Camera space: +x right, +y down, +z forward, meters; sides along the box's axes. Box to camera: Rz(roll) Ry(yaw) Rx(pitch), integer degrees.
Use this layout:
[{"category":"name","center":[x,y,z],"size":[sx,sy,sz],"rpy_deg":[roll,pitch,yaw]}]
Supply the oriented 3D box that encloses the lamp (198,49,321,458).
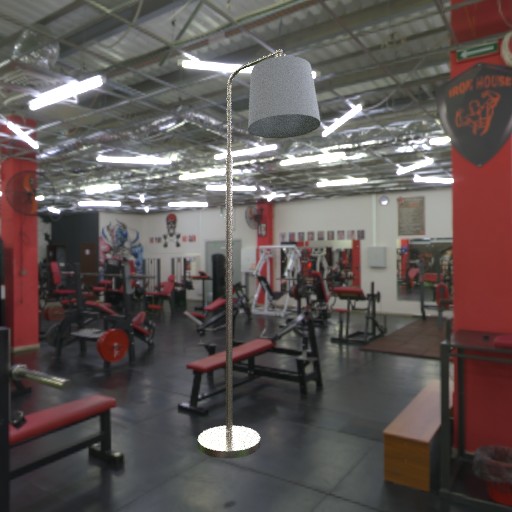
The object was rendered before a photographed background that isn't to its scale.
[{"category":"lamp","center":[0.000,0.000,1.657],"size":[0.508,1.478,0.254],"rpy_deg":[0,0,37]}]
